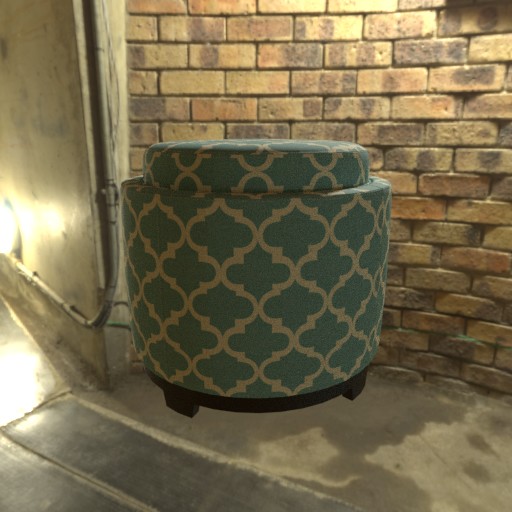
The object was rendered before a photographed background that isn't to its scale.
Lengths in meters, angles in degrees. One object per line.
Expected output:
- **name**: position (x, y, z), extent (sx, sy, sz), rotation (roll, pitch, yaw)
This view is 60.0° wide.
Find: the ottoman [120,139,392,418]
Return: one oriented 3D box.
- **ottoman**: position (0.000, 0.000, 0.842), extent (0.480, 0.429, 0.480), rotation (0, 16, 0)
